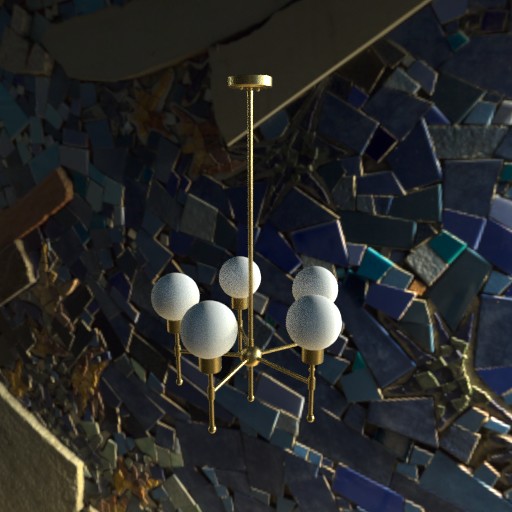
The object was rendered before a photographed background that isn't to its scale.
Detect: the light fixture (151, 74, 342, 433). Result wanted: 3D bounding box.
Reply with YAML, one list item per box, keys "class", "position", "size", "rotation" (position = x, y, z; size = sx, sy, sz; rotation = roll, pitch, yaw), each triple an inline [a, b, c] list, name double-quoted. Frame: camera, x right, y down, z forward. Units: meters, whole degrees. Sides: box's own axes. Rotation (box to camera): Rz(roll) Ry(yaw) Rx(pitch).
- class: "light fixture"
  position: [0.000, 0.000, 1.763]
  size: [0.785, 1.331, 0.815]
  rotation: [14, 20, 42]
